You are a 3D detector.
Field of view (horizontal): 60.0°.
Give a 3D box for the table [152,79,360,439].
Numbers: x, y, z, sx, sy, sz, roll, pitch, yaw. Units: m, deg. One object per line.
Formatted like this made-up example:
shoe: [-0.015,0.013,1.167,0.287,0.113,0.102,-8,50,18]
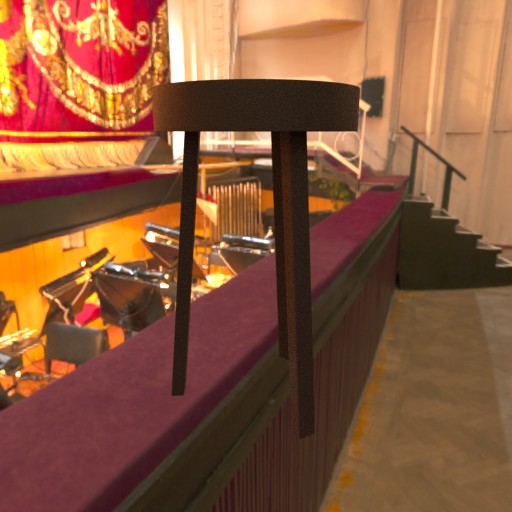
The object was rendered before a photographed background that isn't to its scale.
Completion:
table: [0.000,0.000,0.977,0.406,0.686,0.406,8,18,28]
